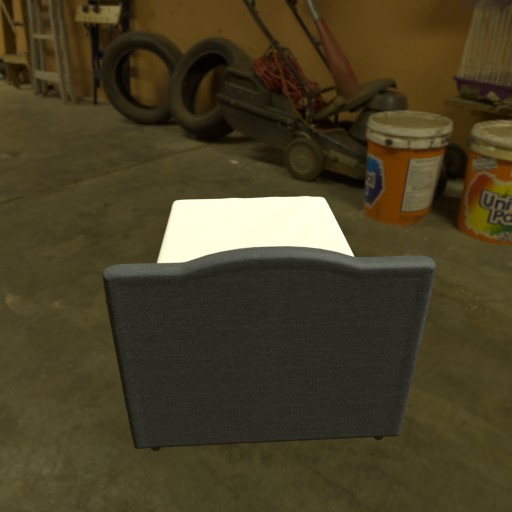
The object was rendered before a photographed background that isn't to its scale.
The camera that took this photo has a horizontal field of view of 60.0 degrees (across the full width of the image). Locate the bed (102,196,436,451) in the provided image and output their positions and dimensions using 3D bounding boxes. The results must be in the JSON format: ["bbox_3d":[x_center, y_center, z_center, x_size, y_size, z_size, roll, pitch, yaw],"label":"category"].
[{"bbox_3d":[0.000,0.000,3.585,1.747,1.441,2.507,-2,30,-3],"label":"bed"}]
